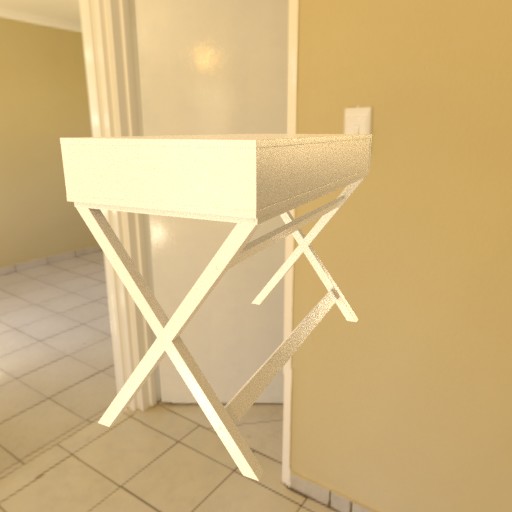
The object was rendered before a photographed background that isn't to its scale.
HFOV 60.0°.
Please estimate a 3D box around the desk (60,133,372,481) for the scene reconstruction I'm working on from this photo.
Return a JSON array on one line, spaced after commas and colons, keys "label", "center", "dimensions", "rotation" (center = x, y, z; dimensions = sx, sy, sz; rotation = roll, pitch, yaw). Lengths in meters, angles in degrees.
[{"label": "desk", "center": [0.000, 0.000, 1.488], "dimensions": [0.509, 0.780, 1.059], "rotation": [8, 18, 25]}]
